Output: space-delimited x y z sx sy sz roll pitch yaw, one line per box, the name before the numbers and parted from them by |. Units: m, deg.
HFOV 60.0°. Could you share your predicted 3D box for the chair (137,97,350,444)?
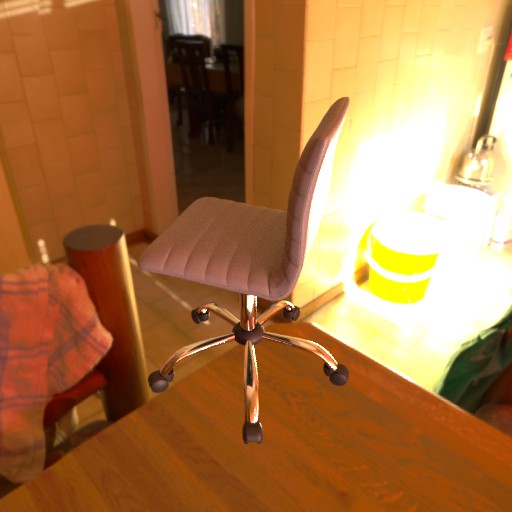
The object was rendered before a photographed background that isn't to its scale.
chair | 0.000 0.000 1.138 0.542 0.750 0.569 8 30 13
